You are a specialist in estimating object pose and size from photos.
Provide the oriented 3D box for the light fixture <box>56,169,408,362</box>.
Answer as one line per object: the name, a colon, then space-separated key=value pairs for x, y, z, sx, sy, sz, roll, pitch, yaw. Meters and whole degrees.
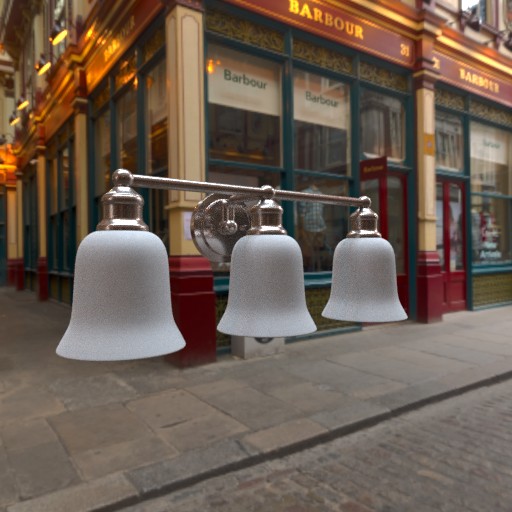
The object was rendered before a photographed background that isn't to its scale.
light fixture: x=0.000 y=0.000 z=0.667 sx=0.570 sy=0.211 sz=0.198 roll=0 pitch=1 yaw=-36
